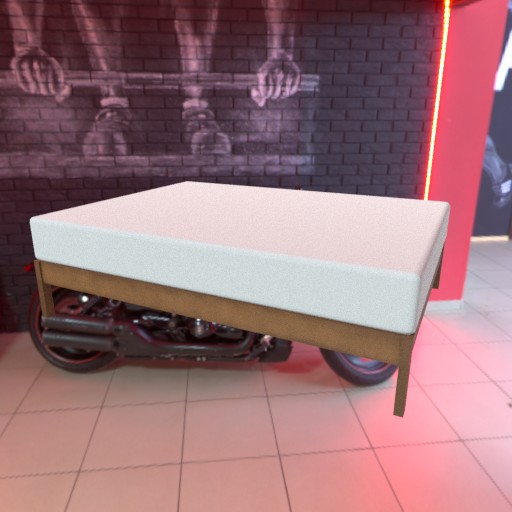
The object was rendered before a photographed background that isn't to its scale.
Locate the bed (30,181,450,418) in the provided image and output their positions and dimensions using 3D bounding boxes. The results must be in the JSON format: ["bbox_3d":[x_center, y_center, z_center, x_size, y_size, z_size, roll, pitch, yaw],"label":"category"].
[{"bbox_3d":[0.000,0.000,2.724,2.050,0.593,1.529,9,20,25],"label":"bed"}]
